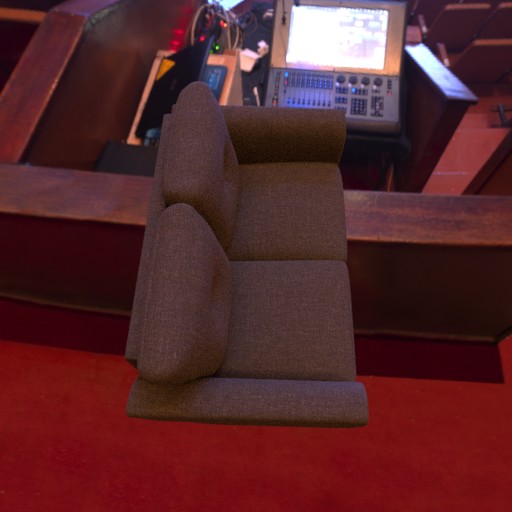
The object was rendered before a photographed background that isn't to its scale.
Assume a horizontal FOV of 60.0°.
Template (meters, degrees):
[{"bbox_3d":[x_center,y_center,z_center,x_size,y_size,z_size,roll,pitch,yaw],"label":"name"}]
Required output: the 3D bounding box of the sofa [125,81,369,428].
[{"bbox_3d":[0.000,0.000,1.969,0.851,0.885,1.423,2,64,1],"label":"sofa"}]
